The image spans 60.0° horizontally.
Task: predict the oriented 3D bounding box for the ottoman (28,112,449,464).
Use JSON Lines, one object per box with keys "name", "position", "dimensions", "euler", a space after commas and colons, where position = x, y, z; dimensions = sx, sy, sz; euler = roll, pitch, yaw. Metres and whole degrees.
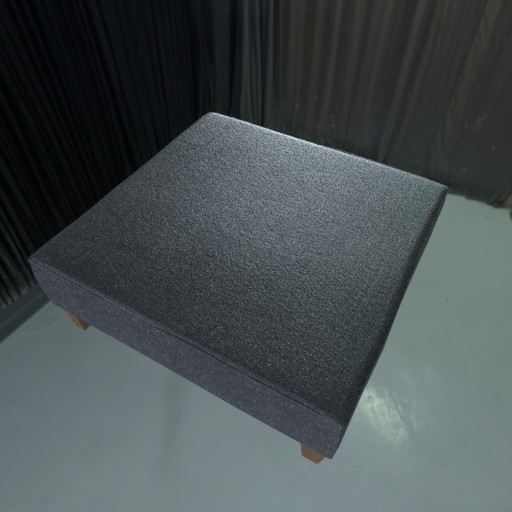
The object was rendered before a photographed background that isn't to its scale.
{"name": "ottoman", "position": [0.000, 0.000, 1.527], "dimensions": [1.004, 0.382, 0.968], "euler": [23, 51, 20]}
